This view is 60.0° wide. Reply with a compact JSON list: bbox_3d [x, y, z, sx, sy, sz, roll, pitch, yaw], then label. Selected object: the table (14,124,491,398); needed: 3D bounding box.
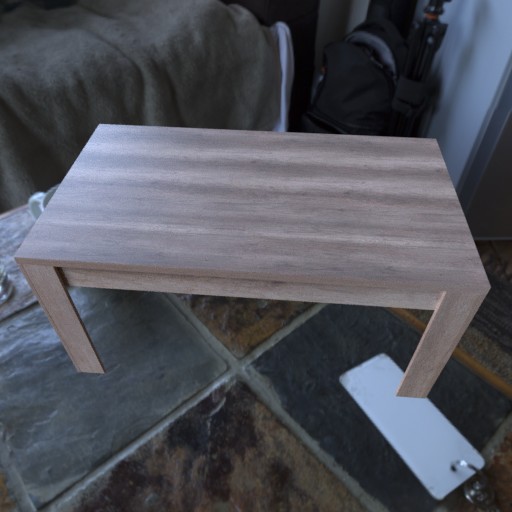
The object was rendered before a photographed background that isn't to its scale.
[{"bbox_3d":[0.000,0.000,2.068,1.600,0.775,0.900,3,46,3],"label":"table"}]
